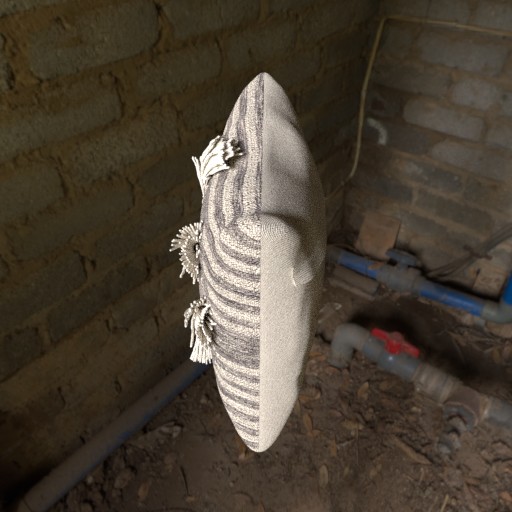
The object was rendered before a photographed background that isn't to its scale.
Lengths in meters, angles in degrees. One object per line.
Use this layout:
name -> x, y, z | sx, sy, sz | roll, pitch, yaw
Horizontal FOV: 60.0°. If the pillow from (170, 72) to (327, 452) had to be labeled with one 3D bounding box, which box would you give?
pillow -> 0.000, 0.000, 0.794 | 0.234, 0.490, 0.484 | 1, 40, 1
